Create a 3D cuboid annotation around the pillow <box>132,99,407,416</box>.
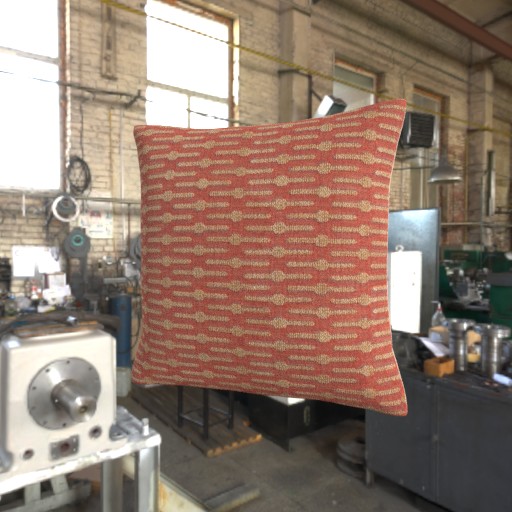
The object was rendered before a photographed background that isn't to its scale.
[{"bbox_3d":[0.000,0.000,0.785,0.511,0.503,0.182,0,1,19],"label":"pillow"}]
